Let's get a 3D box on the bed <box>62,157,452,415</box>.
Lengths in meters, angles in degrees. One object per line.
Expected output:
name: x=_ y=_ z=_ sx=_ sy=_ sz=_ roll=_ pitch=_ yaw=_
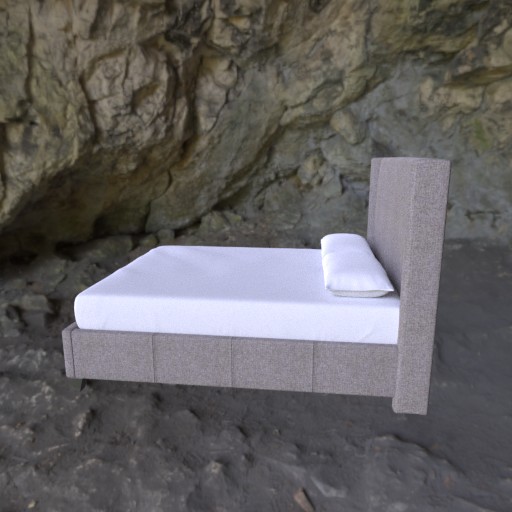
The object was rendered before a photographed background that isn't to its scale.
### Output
bed: x=0.000 y=0.000 z=3.389 sx=2.245 sy=1.476 sz=1.714 roll=2 pitch=13 yaw=7
